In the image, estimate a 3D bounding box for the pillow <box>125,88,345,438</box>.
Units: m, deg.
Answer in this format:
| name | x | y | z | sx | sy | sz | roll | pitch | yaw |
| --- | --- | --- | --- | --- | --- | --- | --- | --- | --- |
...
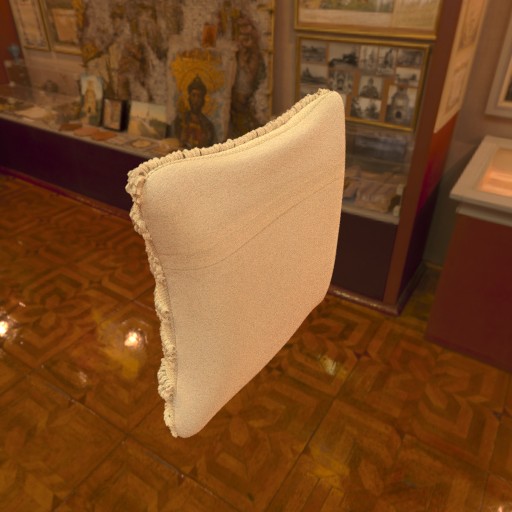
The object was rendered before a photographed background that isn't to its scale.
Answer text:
| name | x | y | z | sx | sy | sz | roll | pitch | yaw |
| --- | --- | --- | --- | --- | --- | --- | --- | --- | --- |
| pillow | 0.000 | 0.000 | 0.684 | 0.145 | 0.427 | 0.437 | 21 | 39 | 29 |
